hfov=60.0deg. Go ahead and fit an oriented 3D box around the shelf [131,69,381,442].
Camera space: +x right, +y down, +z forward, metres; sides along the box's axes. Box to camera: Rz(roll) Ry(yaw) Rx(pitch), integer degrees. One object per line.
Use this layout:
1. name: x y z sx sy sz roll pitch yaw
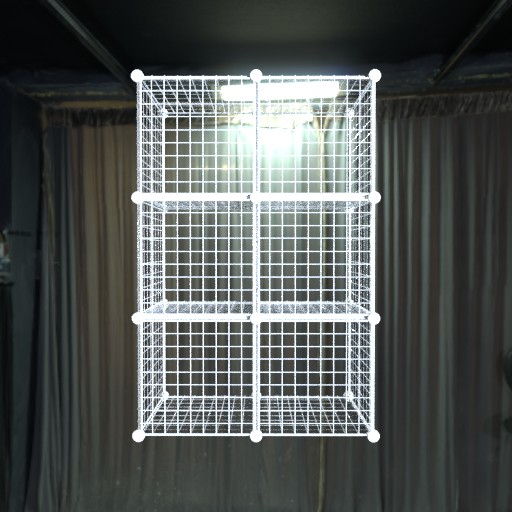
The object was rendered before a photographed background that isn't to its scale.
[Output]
1. shelf: 0.000 0.000 1.447 0.711 1.067 0.356 0 1 0
